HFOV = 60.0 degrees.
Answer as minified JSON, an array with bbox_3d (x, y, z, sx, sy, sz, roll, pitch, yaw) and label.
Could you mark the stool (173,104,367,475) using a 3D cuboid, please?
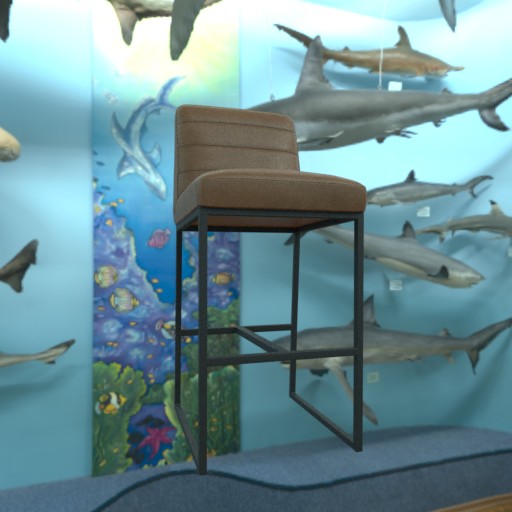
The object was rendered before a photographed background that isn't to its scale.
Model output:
[{"bbox_3d":[0.000,0.000,1.354,0.458,1.040,0.556,0,0,-17],"label":"stool"}]
